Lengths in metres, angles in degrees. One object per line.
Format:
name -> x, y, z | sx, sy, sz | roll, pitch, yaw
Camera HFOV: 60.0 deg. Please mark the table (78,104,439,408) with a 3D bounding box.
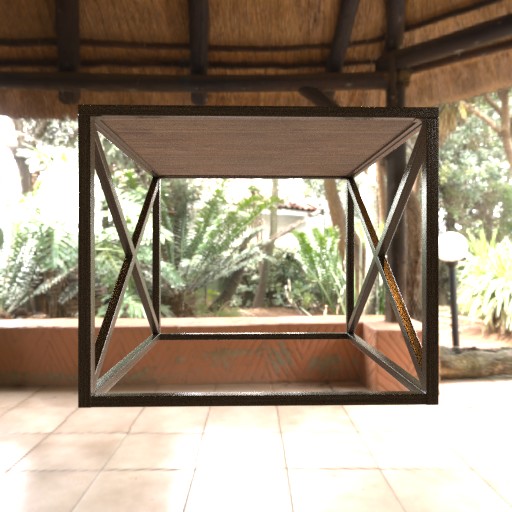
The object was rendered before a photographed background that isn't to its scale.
table -> 0.000, 0.000, 1.052 | 0.609, 0.507, 0.611 | 0, 0, -1
